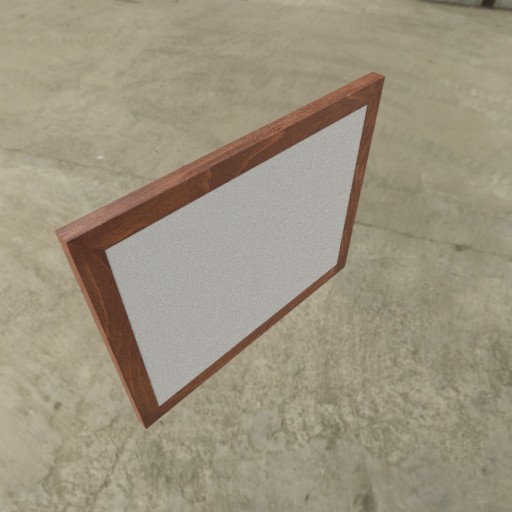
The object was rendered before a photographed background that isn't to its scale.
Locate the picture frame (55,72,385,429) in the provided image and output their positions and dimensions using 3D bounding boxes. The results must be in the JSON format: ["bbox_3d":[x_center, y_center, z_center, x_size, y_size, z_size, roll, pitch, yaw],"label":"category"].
[{"bbox_3d":[0.000,0.000,0.755,0.559,0.457,0.025,-35,55,-29],"label":"picture frame"}]
